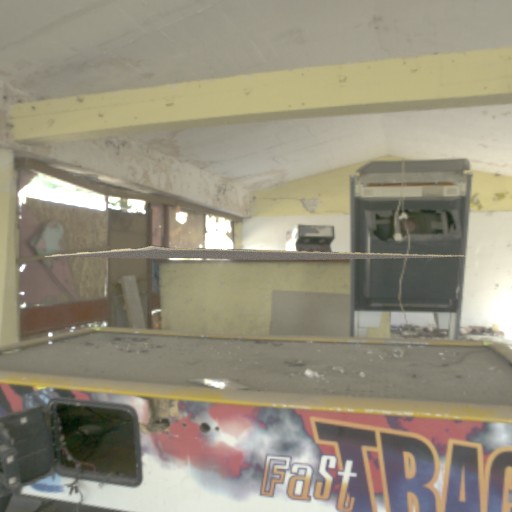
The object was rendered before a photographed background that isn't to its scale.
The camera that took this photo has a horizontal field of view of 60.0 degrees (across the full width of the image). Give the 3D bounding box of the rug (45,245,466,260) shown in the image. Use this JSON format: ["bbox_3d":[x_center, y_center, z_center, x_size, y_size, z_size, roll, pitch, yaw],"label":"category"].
[{"bbox_3d":[0.000,0.000,4.235,3.228,0.024,2.443,1,-2,-37],"label":"rug"}]
